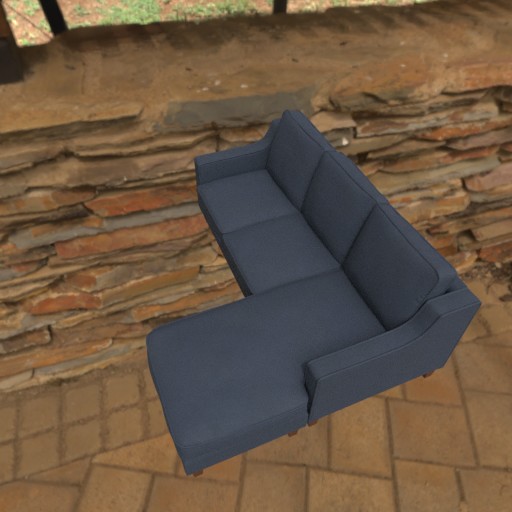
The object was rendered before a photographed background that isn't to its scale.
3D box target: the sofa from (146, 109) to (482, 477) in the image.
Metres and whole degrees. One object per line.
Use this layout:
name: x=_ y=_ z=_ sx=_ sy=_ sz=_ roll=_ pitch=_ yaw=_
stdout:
sofa: x=0.000 y=0.000 z=3.225 sx=1.858 sy=1.066 sz=2.317 roll=-17 pitch=48 yaw=-15
